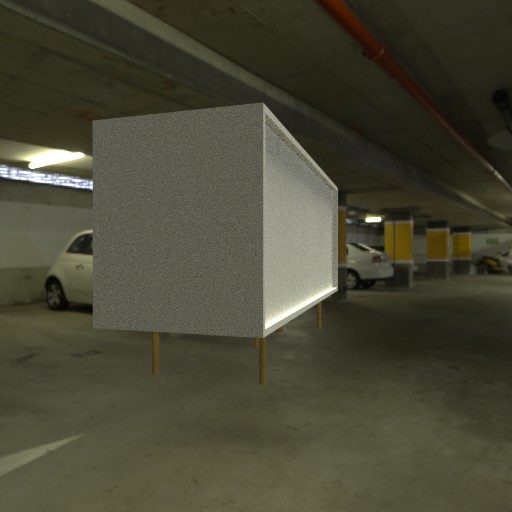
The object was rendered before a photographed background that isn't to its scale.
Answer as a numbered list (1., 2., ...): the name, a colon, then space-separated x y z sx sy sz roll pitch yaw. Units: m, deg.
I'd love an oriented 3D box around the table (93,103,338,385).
1. table: 0.000 0.000 1.894 0.508 0.769 1.500 0 0 17
